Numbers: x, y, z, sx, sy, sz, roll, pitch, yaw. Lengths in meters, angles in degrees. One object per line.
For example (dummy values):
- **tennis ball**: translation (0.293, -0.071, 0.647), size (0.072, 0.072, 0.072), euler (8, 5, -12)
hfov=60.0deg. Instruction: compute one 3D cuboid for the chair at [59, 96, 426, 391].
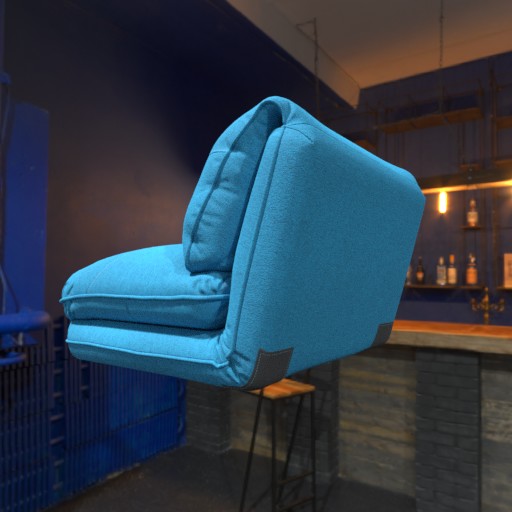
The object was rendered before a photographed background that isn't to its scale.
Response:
- **chair**: translation (0.000, 0.000, 1.306), size (0.780, 0.580, 0.820), euler (-2, -3, 36)
